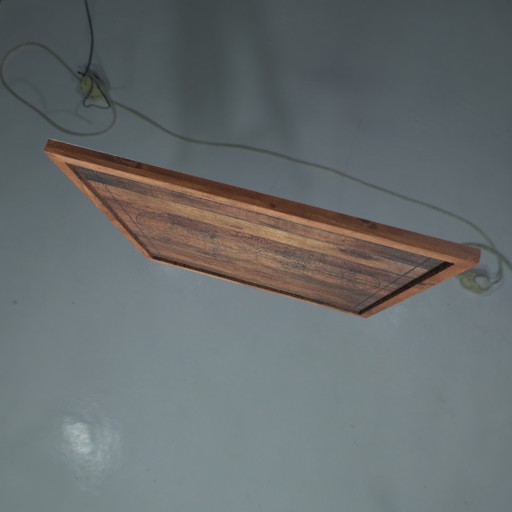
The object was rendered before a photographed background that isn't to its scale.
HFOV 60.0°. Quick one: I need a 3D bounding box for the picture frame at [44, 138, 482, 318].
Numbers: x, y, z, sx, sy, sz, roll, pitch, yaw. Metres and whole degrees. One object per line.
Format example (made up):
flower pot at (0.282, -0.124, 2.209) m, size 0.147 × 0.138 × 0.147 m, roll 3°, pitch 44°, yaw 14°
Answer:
picture frame at (0.000, 0.000, 1.190) m, size 0.810 × 0.817 × 0.029 m, roll 15°, pitch 76°, yaw 4°
